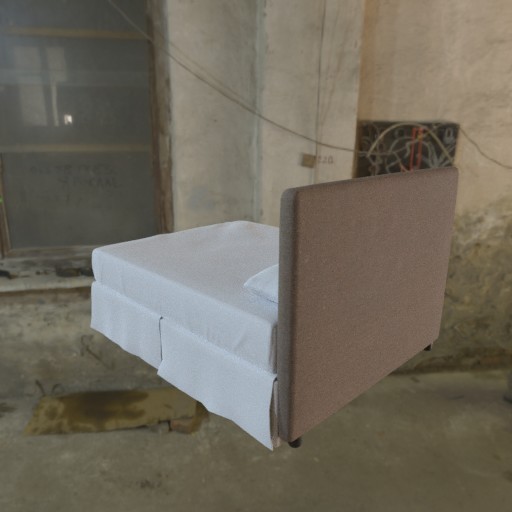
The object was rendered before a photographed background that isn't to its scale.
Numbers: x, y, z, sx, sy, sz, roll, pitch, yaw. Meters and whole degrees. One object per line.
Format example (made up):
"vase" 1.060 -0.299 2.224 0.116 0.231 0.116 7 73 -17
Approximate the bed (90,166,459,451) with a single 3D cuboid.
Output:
"bed" 0.000 0.000 3.248 1.723 1.330 2.142 -15 22 -42
